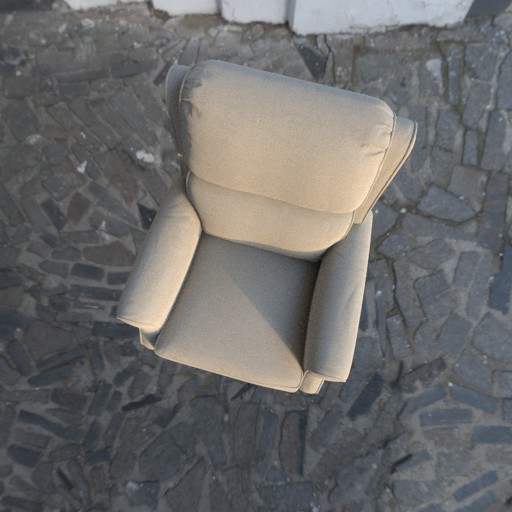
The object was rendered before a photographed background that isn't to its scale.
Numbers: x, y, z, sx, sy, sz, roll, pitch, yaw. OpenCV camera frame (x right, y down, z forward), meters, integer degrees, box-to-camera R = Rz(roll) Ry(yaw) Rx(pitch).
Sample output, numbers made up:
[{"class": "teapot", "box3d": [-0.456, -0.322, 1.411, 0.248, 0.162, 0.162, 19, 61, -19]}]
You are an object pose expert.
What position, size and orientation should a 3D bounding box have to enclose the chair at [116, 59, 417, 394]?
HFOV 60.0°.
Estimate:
[{"class": "chair", "box3d": [0.000, 0.000, 1.695, 0.859, 1.046, 0.919, 15, 76, 4]}]
